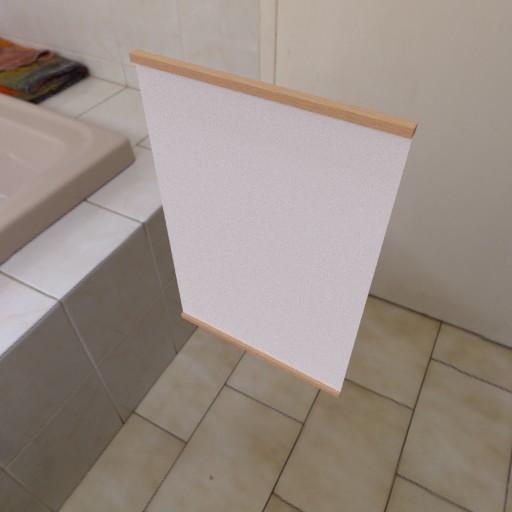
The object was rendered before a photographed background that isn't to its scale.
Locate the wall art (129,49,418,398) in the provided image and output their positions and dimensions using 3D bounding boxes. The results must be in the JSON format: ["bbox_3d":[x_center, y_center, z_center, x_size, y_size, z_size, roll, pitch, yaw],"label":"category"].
[{"bbox_3d":[0.000,0.000,0.641,0.335,0.510,0.013,23,50,21],"label":"wall art"}]
